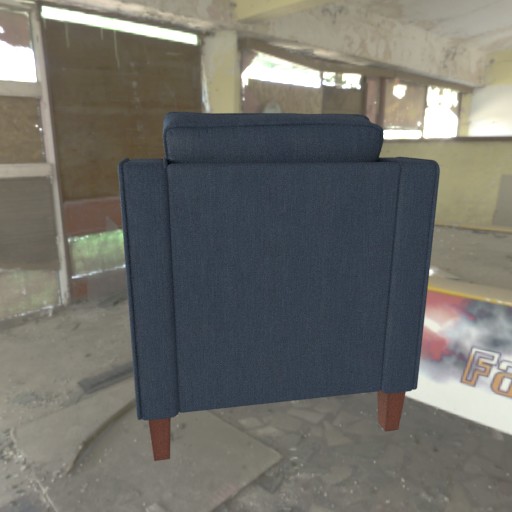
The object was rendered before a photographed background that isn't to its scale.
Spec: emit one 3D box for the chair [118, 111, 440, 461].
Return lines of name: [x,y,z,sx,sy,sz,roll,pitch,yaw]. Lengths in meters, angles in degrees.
chair: [0.000,0.000,1.611,0.831,0.960,0.909,-3,14,-11]
